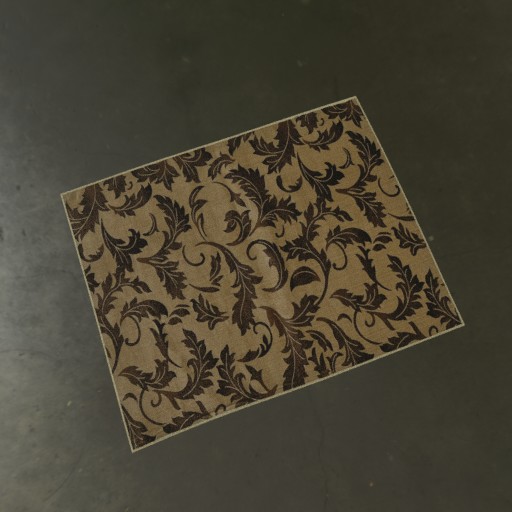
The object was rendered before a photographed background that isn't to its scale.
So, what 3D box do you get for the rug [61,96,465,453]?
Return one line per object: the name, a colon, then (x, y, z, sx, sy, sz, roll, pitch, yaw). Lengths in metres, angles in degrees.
rug: (0.000, 0.000, 3.942, 2.977, 0.008, 2.380, -20, 77, -5)
